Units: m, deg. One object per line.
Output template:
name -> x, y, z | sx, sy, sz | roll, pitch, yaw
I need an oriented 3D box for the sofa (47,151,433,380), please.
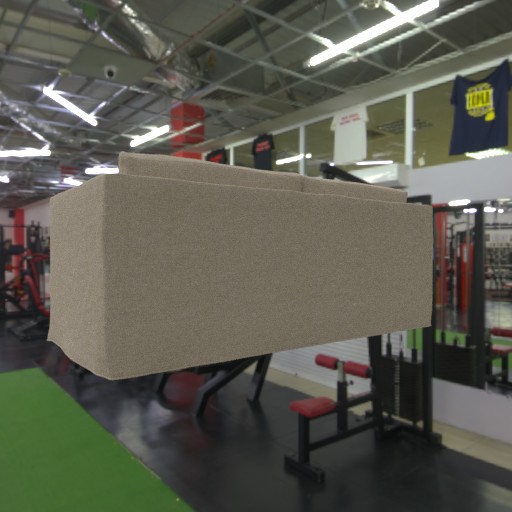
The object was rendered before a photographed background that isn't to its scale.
sofa -> 0.000, 0.000, 2.458 | 1.987, 0.847, 0.956 | 0, 1, -36
